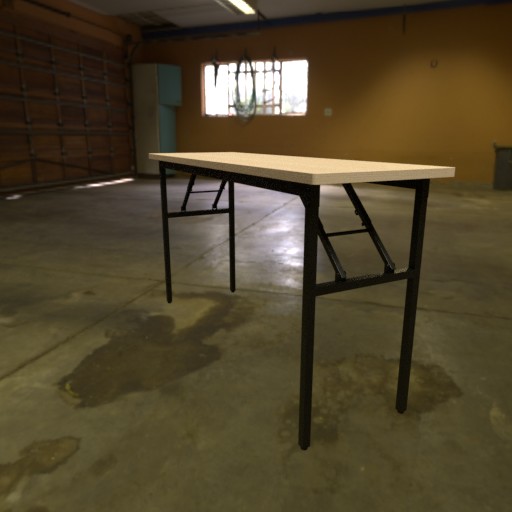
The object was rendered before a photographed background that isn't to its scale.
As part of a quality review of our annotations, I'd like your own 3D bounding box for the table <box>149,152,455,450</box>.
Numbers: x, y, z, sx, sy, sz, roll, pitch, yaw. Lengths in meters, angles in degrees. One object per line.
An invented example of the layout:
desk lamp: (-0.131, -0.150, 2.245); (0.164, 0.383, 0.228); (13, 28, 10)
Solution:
table: (0.000, 0.000, 1.741); (0.447, 0.750, 1.397); (-8, 17, -27)
